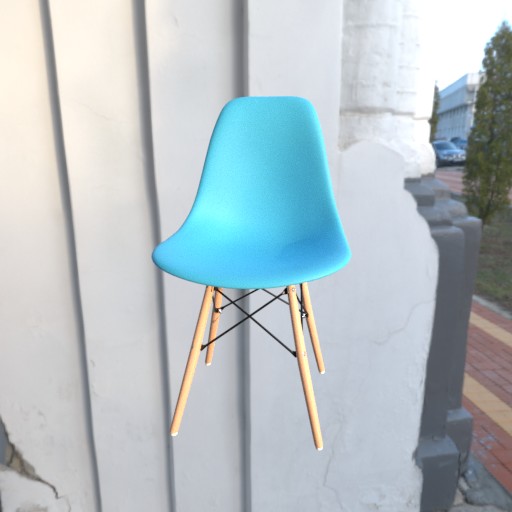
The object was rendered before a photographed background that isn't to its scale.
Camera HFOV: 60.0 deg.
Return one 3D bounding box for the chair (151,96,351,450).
[{"bbox_3d":[0.000,0.000,1.147,0.470,0.826,0.531,2,15,8],"label":"chair"}]
